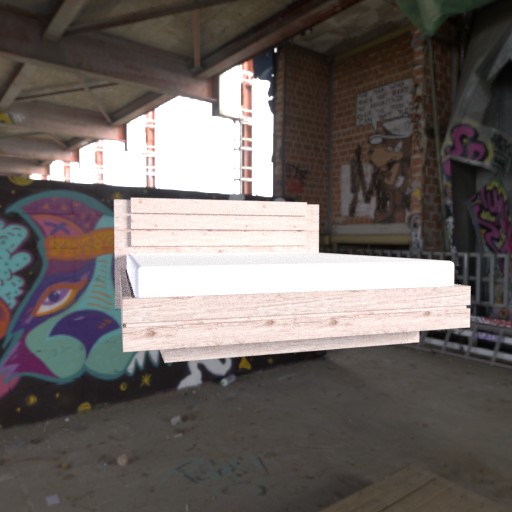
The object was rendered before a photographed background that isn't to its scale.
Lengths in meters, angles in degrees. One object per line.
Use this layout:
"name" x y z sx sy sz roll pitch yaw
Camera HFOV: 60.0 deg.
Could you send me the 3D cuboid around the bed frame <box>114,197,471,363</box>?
"bed frame" 0.000 0.000 3.184 1.950 0.970 2.080 -1 2 -17
